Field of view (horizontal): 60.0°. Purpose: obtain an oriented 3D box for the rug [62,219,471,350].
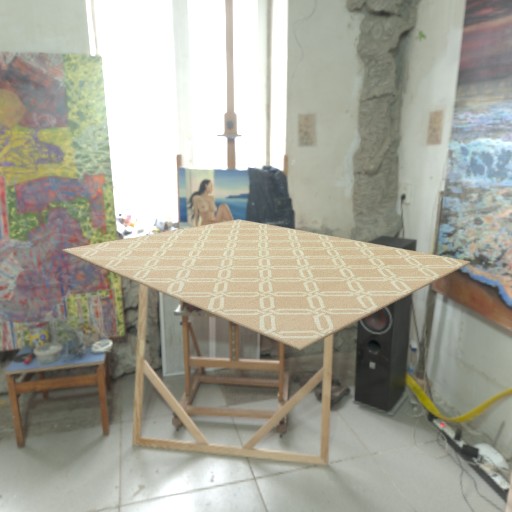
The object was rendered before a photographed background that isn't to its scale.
[{"bbox_3d":[0.000,0.000,3.981,2.895,0.018,2.288,14,21,43],"label":"rug"}]
